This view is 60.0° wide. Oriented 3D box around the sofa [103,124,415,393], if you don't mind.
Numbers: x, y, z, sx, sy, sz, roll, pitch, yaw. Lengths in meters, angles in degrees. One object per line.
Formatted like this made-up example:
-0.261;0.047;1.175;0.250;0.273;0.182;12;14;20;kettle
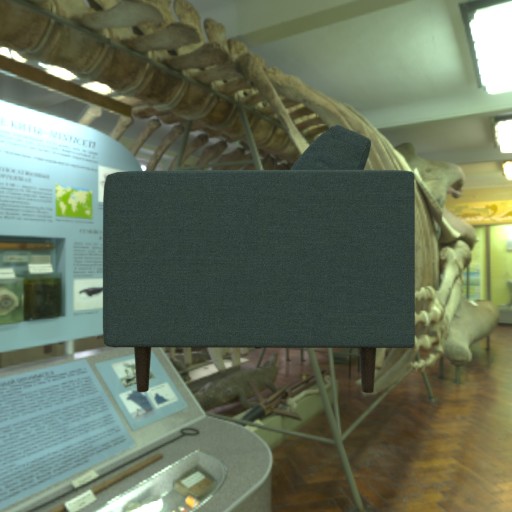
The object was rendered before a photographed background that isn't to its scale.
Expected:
0.000;0.000;2.193;0.999;0.907;1.659;0;0;1;sofa
